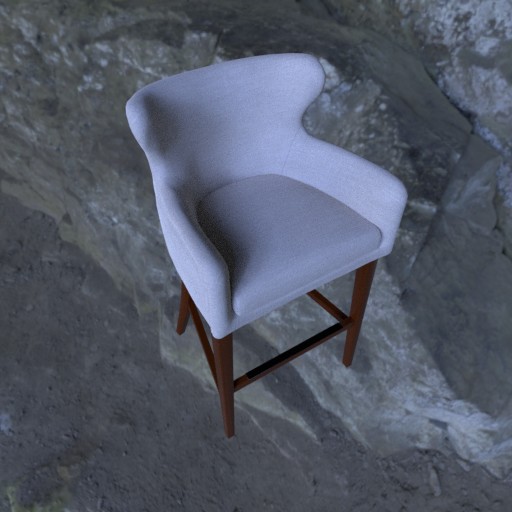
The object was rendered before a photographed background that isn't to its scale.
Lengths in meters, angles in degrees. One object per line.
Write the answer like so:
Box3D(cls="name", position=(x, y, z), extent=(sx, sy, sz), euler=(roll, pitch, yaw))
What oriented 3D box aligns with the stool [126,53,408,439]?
Box3D(cls="stool", position=(0.000, 0.000, 1.371), extent=(0.556, 1.034, 0.563), euler=(-24, 51, -21))
